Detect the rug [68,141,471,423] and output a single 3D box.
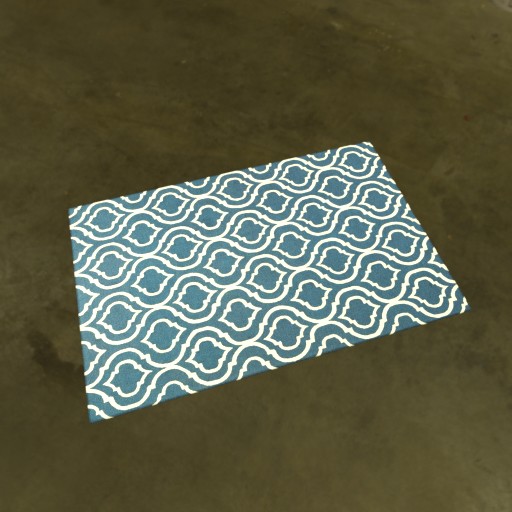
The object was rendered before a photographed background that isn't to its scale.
[{"bbox_3d":[0.000,0.000,2.214,1.753,0.010,1.143,-14,60,-9],"label":"rug"}]
